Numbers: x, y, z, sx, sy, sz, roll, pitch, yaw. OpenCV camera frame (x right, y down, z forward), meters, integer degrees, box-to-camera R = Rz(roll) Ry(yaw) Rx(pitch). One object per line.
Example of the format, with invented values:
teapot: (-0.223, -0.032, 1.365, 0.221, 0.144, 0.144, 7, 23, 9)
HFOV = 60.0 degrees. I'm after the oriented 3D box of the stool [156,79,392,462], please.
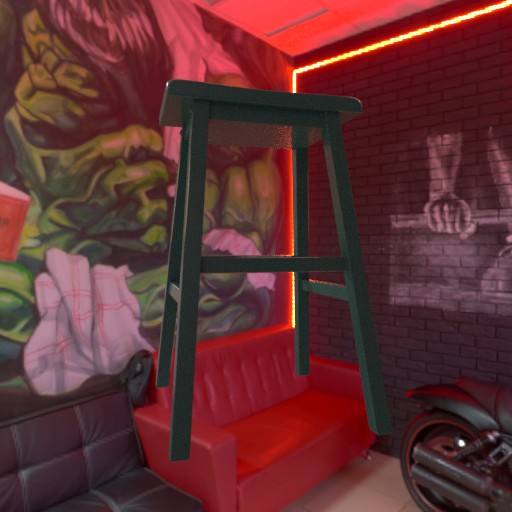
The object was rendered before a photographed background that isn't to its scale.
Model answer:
stool: (0.000, 0.000, 1.086, 0.457, 0.737, 0.476, 0, 1, -16)
